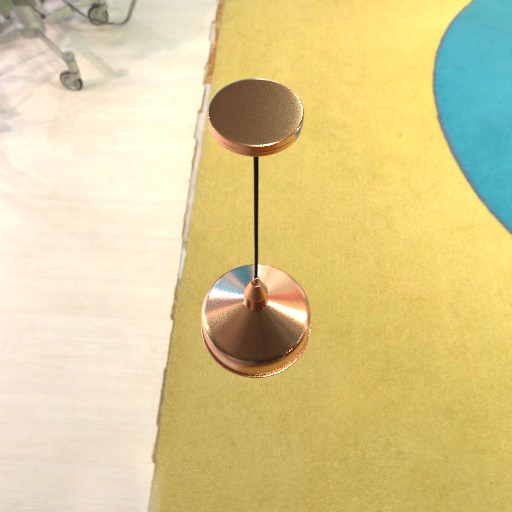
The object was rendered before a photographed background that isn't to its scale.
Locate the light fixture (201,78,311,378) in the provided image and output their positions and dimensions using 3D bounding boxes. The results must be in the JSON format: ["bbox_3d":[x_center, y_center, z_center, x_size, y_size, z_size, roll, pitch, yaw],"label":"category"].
[{"bbox_3d":[0.000,0.000,0.894,0.301,0.754,0.301,-32,65,-17],"label":"light fixture"}]
